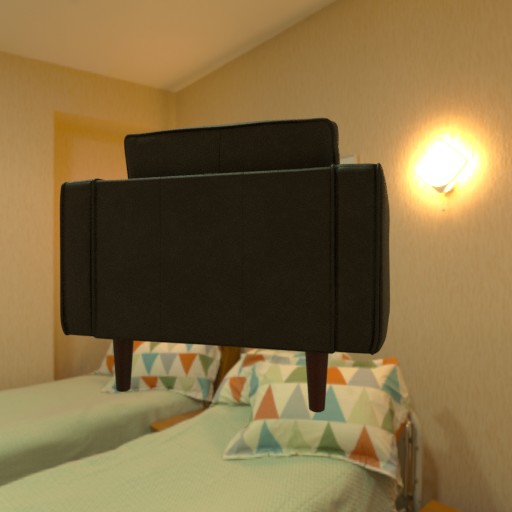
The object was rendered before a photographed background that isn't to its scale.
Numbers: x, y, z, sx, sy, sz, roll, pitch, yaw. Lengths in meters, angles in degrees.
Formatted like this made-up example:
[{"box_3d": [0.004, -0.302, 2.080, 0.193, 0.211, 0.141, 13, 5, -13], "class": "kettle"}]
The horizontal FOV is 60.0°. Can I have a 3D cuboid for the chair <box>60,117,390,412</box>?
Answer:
[{"box_3d": [0.000, 0.000, 1.536, 0.889, 0.763, 0.914, 0, 0, 17], "class": "chair"}]
